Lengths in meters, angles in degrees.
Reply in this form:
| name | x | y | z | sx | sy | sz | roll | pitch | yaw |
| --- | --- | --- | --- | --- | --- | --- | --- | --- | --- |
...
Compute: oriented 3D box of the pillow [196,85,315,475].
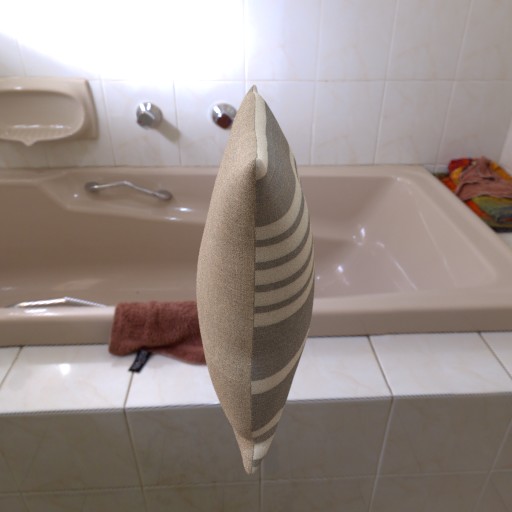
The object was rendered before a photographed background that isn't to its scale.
| name | x | y | z | sx | sy | sz | roll | pitch | yaw |
| --- | --- | --- | --- | --- | --- | --- | --- | --- | --- |
| pillow | 0.000 | 0.000 | 0.681 | 0.182 | 0.440 | 0.439 | 0 | 31 | 0 |
